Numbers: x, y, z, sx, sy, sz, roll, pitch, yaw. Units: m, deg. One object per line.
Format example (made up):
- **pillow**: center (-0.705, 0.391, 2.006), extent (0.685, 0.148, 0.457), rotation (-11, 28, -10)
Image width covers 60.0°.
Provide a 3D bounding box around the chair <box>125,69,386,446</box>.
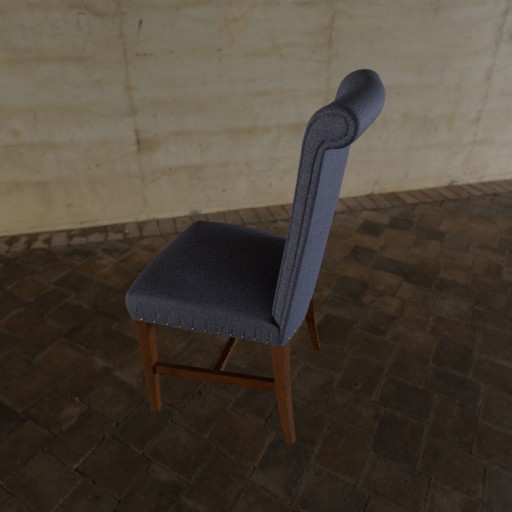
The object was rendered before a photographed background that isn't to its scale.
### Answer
- **chair**: center (0.000, 0.000, 1.311), extent (0.608, 0.988, 0.513), rotation (9, 32, 15)
